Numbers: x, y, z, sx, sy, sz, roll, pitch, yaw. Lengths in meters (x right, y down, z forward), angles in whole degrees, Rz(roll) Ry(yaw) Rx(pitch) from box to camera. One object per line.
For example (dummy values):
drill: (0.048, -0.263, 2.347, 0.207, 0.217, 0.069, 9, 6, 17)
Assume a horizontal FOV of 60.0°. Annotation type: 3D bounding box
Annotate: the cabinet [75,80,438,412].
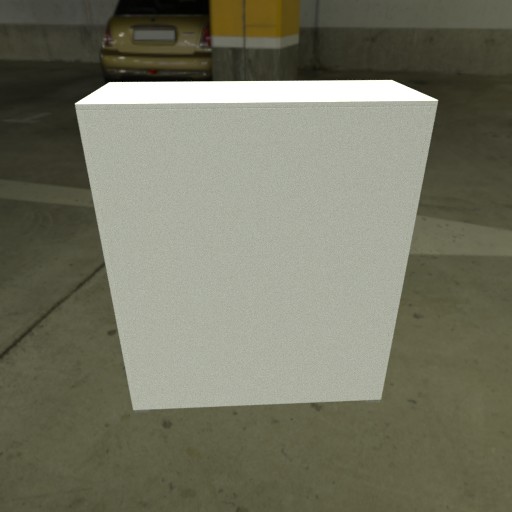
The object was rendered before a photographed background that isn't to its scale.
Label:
cabinet: (0.000, 0.000, 1.681, 1.000, 1.190, 0.400, -2, 29, -3)
